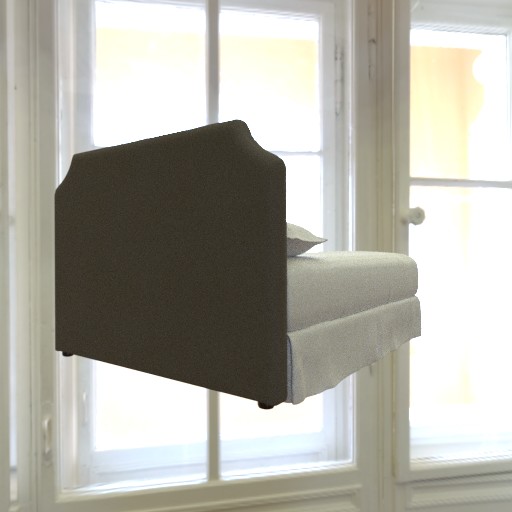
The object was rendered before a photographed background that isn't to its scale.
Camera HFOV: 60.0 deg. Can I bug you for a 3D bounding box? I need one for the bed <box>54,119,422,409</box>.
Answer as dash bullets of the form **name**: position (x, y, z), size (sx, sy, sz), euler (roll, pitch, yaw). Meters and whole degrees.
- **bed**: position (0.000, 0.000, 3.870), size (2.194, 1.561, 2.536), euler (1, 1, 36)
